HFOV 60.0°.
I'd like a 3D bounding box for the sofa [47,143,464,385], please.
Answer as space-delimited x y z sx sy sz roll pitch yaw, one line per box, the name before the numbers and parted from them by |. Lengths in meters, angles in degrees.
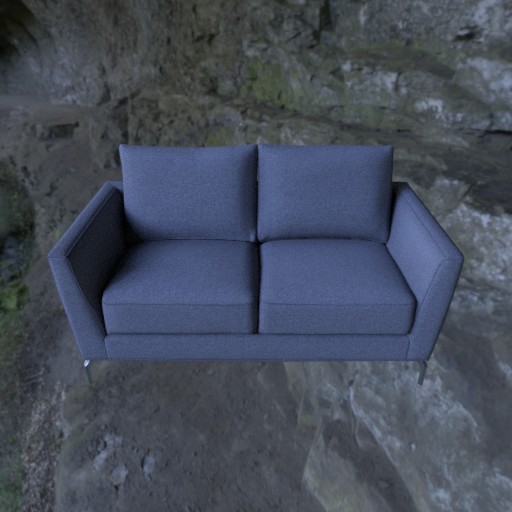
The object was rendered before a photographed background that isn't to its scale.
sofa | 0.000 0.000 2.121 1.594 0.924 0.803 0 31 0
